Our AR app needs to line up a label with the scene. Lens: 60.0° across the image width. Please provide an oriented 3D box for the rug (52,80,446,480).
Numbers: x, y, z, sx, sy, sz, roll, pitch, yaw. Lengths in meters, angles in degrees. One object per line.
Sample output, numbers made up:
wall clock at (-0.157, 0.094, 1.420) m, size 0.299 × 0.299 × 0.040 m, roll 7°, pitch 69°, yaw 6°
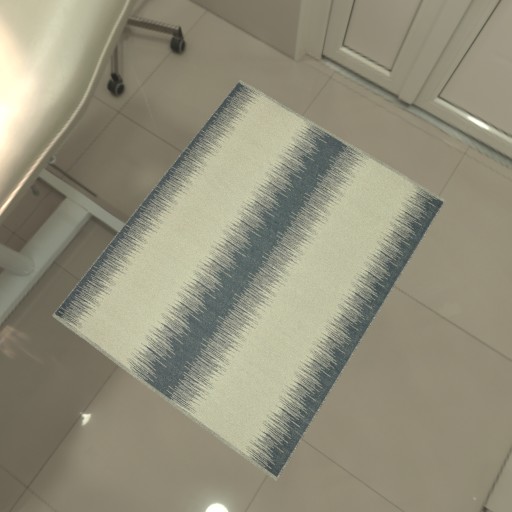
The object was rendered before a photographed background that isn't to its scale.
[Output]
rug at (0.000, 0.000, 4.190) m, size 2.453 × 0.004 × 3.037 m, roll 33°, pitch 77°, yaw 8°
